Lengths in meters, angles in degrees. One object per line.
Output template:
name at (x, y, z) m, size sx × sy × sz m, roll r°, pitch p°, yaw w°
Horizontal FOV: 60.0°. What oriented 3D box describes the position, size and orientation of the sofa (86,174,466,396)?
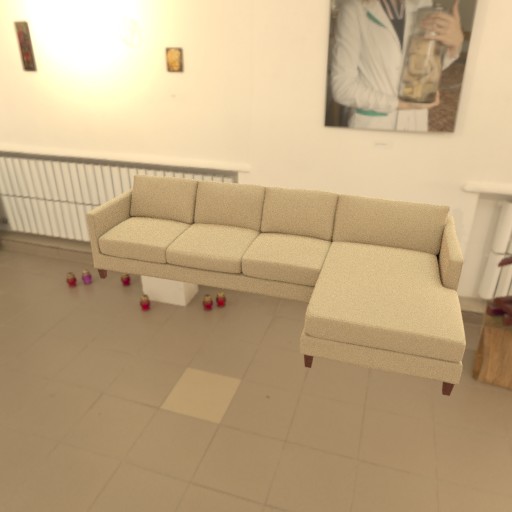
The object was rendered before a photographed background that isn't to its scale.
sofa at (0.000, 0.000, 3.775) m, size 3.186 × 0.861 × 1.625 m, roll 8°, pitch 27°, yaw 16°
